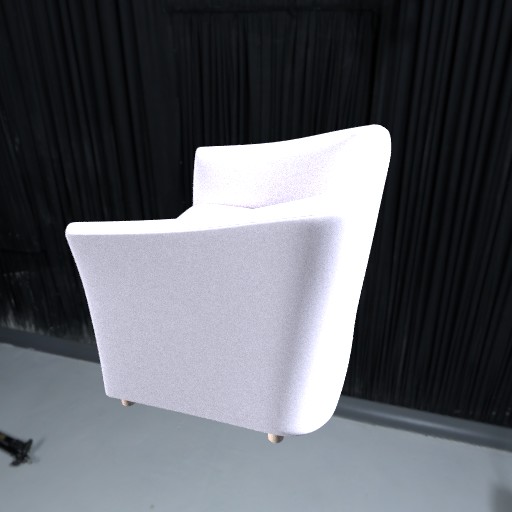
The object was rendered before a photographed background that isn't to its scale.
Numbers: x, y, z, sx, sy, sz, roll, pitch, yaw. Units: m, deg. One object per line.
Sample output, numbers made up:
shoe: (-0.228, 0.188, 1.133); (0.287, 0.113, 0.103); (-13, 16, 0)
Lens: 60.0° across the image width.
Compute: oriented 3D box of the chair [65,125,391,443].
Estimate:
chair: (0.000, 0.000, 1.353); (0.700, 0.720, 0.790); (8, 29, 15)
